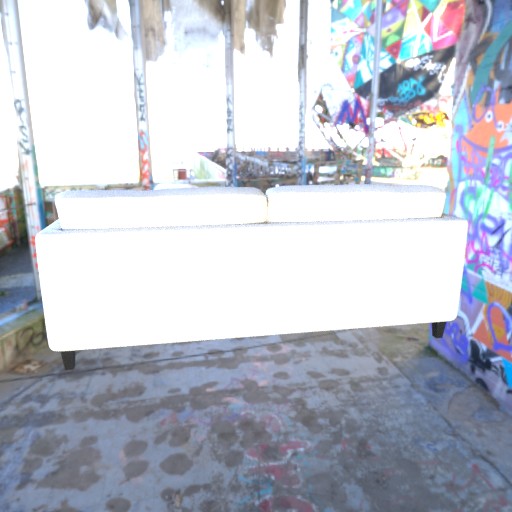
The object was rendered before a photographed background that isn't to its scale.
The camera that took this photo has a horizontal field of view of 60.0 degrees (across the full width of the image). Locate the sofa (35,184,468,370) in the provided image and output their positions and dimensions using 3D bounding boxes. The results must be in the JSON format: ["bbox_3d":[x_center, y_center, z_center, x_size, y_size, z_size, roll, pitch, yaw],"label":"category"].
[{"bbox_3d":[0.000,0.000,2.917,2.434,0.965,0.948,-3,15,-10],"label":"sofa"}]
